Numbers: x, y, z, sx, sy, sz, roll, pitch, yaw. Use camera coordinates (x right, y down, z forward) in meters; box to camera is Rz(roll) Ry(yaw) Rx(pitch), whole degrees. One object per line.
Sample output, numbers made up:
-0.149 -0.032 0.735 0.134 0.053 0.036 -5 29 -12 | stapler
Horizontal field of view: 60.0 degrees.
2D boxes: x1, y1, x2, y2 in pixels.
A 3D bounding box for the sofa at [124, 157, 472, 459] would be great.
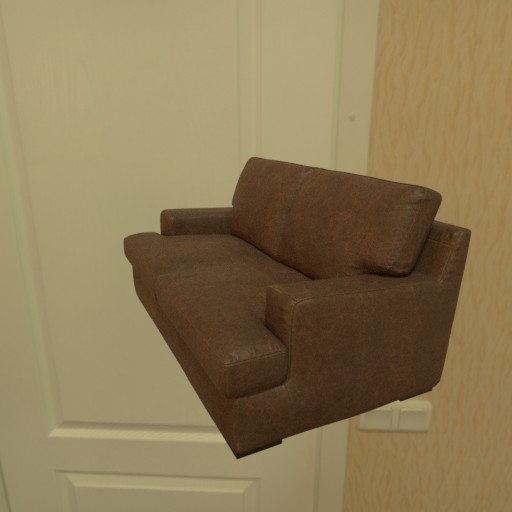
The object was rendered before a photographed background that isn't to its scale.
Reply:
0.000 0.000 2.452 1.143 0.939 1.880 -8 19 -25 | sofa
